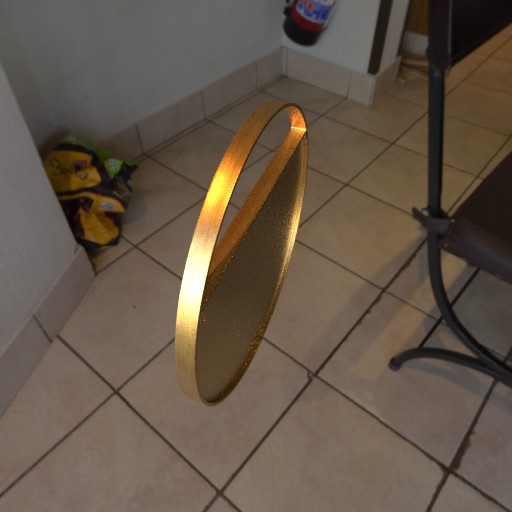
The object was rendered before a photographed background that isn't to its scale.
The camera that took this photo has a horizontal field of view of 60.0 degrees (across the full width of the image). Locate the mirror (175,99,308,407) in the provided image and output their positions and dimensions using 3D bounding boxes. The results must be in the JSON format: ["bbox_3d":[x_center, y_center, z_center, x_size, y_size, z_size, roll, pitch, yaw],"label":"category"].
[{"bbox_3d":[0.000,0.000,0.844,0.032,0.565,0.565,16,49,14],"label":"mirror"}]
